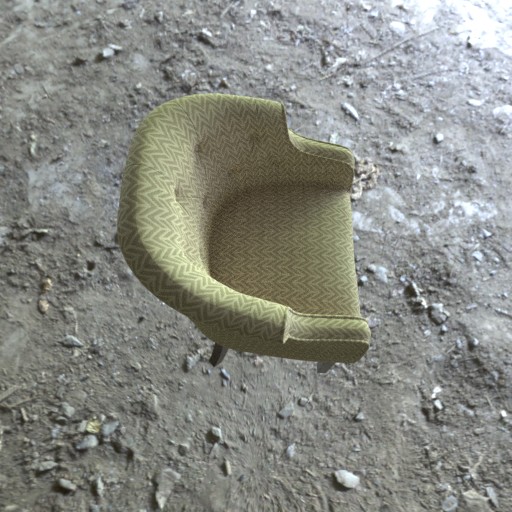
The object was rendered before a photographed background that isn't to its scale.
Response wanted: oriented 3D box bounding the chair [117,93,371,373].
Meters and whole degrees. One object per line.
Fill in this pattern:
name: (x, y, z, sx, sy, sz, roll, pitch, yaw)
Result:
chair: (0.000, 0.000, 1.354, 0.613, 0.858, 0.686, 1, 64, 1)
